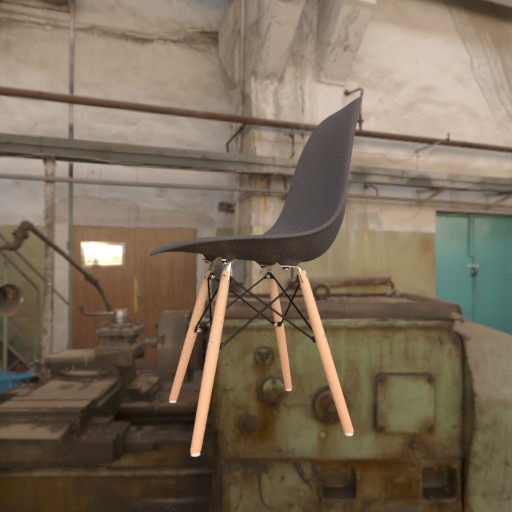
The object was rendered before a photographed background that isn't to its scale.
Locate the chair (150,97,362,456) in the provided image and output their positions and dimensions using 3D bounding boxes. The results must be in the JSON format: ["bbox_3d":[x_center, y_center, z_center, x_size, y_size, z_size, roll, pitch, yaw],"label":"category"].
[{"bbox_3d":[0.000,0.000,1.146,0.533,0.826,0.470,0,0,-18],"label":"chair"}]
